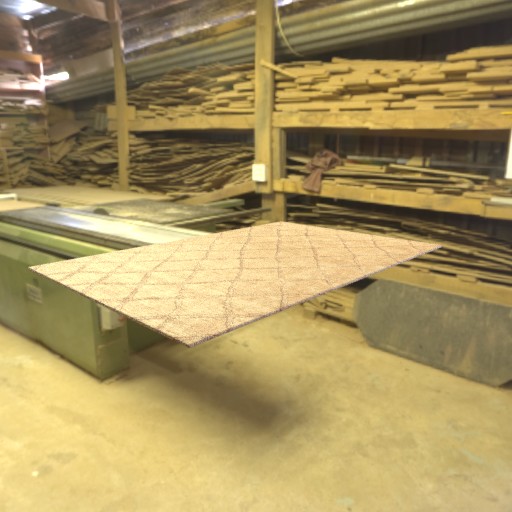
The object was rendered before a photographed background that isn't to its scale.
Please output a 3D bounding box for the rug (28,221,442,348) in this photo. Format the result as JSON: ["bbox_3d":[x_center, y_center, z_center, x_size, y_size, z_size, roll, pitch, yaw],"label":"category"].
[{"bbox_3d":[0.000,0.000,2.899,1.528,0.014,2.292,13,19,42],"label":"rug"}]
